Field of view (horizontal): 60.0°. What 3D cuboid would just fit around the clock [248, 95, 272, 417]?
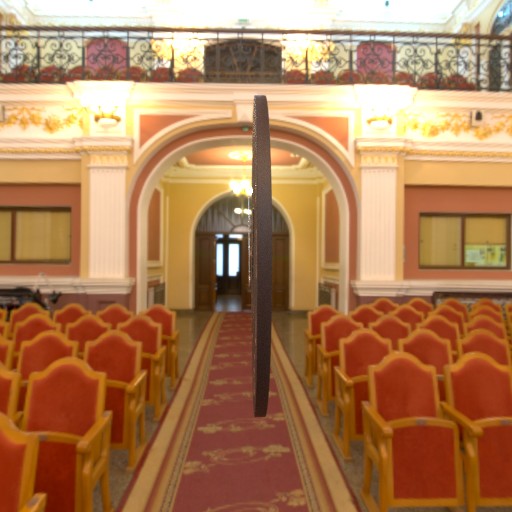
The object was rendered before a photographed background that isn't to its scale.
[{"bbox_3d":[0.000,0.000,0.872,0.029,0.595,0.595,0,-1,-1],"label":"clock"}]
